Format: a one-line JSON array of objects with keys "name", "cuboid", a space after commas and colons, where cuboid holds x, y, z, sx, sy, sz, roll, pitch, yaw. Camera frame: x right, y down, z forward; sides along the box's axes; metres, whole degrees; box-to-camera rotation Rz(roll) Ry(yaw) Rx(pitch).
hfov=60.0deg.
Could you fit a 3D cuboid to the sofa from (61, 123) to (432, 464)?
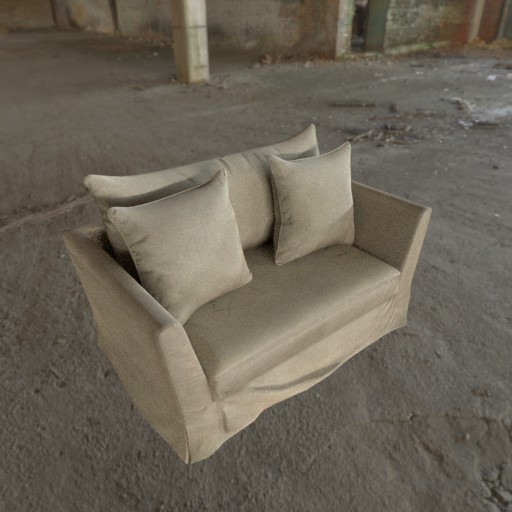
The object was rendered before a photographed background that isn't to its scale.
[{"name": "sofa", "cuboid": [0.000, 0.000, 2.312, 1.608, 1.040, 1.035, -22, 37, -33]}]
